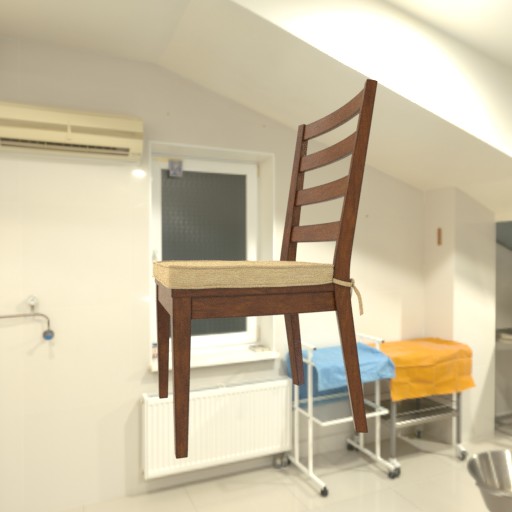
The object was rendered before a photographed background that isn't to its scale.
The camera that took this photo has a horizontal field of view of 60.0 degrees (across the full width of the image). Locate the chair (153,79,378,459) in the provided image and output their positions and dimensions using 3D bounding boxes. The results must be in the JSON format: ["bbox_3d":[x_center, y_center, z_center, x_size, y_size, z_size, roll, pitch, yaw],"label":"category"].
[{"bbox_3d":[0.000,0.000,1.383,0.595,0.979,0.593,0,1,-17],"label":"chair"}]
